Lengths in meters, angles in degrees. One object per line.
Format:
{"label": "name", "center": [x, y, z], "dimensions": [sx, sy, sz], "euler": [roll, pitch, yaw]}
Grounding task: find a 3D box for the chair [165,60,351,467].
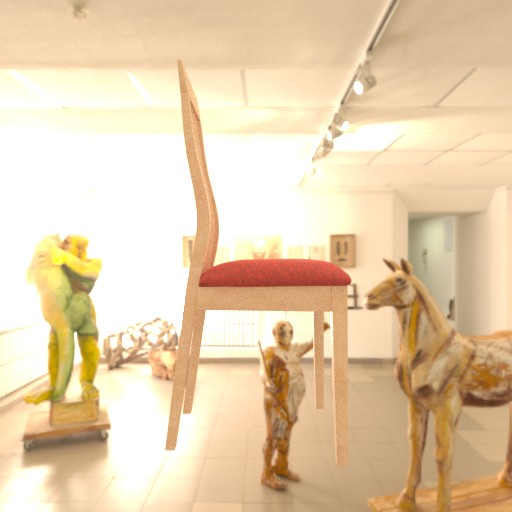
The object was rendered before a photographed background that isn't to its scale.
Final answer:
{"label": "chair", "center": [0.000, 0.000, 1.300], "dimensions": [0.474, 1.027, 0.460], "euler": [0, 0, 0]}
